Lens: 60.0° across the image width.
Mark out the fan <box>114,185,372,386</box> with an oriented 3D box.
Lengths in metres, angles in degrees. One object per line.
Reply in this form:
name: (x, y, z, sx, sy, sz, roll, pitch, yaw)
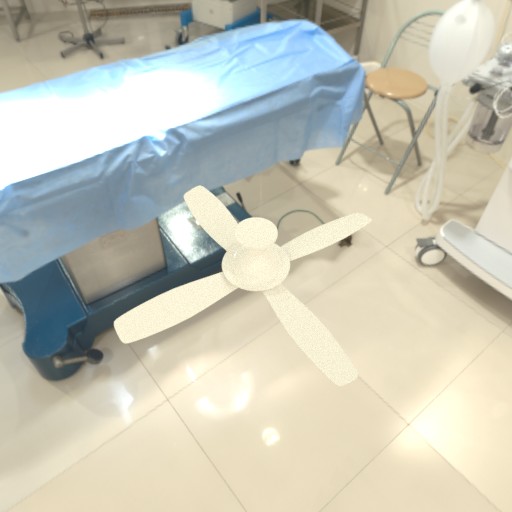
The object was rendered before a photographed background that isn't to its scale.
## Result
fan: (0.000, 0.000, 2.518, 1.694, 0.382, 1.693, -25, 52, -21)
